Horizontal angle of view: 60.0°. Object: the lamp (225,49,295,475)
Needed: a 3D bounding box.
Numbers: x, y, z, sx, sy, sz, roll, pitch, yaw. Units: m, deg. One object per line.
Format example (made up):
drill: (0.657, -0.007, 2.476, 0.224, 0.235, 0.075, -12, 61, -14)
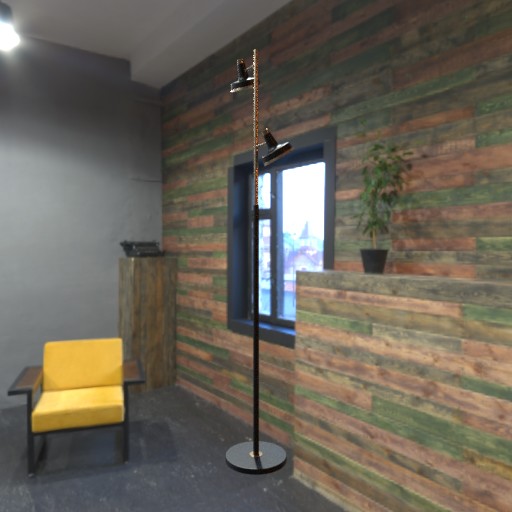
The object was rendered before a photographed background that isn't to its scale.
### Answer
lamp: (0.000, 0.000, 1.814, 0.253, 1.674, 0.351, 0, 1, -35)
